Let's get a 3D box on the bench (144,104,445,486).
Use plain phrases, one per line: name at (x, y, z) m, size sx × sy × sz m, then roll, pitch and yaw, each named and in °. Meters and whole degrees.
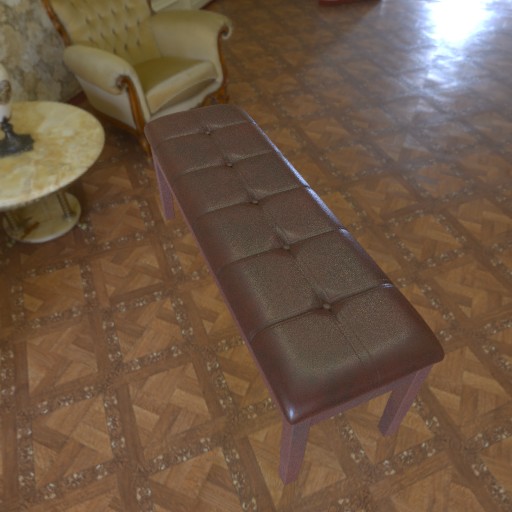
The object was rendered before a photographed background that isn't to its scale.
bench at (0.000, 0.000, 1.473) m, size 0.401 × 0.491 × 1.259 m, roll -17°, pitch 48°, yaw -16°
